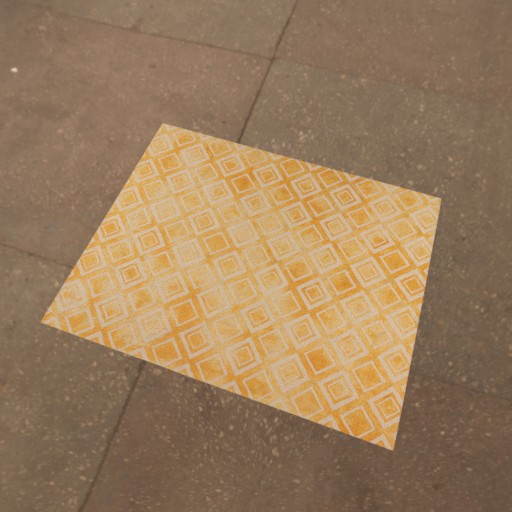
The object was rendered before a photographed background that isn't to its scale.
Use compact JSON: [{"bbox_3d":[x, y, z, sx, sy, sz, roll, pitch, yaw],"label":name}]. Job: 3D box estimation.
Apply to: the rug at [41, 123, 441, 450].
[{"bbox_3d":[0.000,0.000,4.079,3.037,0.011,2.433,17,63,9],"label":"rug"}]
